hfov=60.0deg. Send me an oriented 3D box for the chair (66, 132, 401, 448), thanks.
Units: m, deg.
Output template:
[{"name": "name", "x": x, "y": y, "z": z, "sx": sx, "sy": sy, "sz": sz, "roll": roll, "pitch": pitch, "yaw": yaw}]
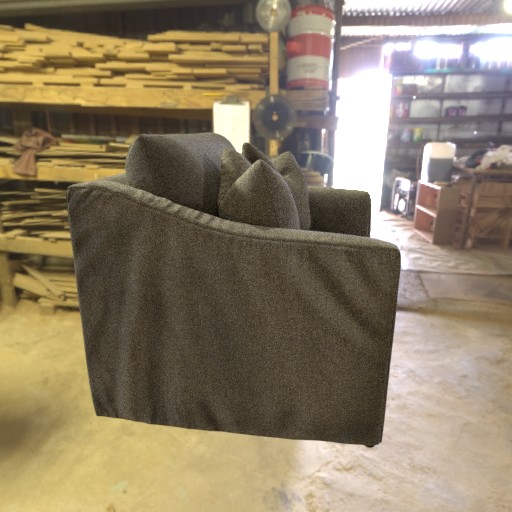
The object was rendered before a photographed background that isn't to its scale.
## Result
[{"name": "chair", "x": 0.000, "y": 0.000, "z": 1.973, "sx": 1.071, "sy": 1.059, "sz": 1.194, "roll": 3, "pitch": 17, "yaw": 9}]
